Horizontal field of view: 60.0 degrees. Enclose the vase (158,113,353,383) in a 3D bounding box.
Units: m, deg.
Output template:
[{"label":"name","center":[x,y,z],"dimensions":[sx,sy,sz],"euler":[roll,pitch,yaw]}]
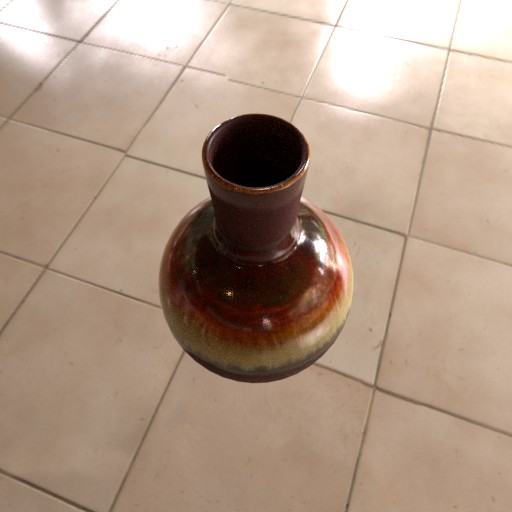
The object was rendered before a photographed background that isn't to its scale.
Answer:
[{"label":"vase","center":[0.000,0.000,0.232],"dimensions":[0.111,0.154,0.111],"euler":[0,59,0]}]
